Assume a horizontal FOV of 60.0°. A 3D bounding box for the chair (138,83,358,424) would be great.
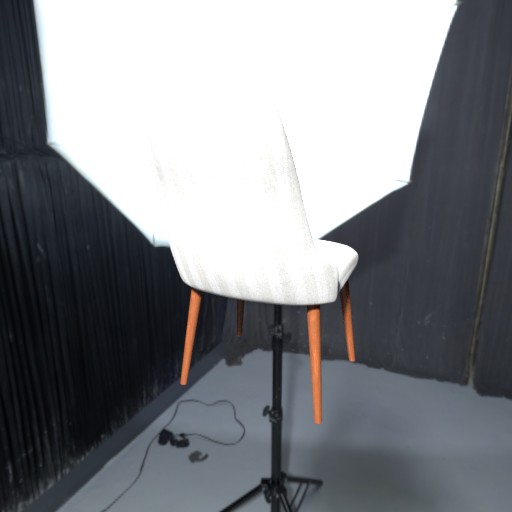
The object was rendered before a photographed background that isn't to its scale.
[{"bbox_3d":[0.000,0.000,1.342,0.526,0.917,0.684,8,17,25],"label":"chair"}]
